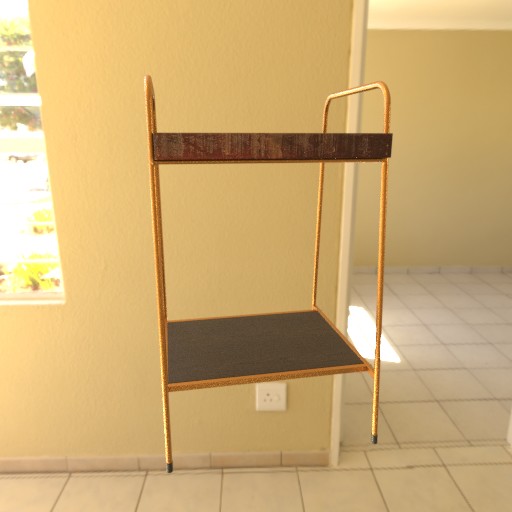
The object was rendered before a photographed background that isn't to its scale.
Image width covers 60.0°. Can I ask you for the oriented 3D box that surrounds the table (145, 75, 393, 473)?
[{"bbox_3d":[0.000,0.000,0.984,0.430,0.710,0.430,-3,15,-11],"label":"table"}]
